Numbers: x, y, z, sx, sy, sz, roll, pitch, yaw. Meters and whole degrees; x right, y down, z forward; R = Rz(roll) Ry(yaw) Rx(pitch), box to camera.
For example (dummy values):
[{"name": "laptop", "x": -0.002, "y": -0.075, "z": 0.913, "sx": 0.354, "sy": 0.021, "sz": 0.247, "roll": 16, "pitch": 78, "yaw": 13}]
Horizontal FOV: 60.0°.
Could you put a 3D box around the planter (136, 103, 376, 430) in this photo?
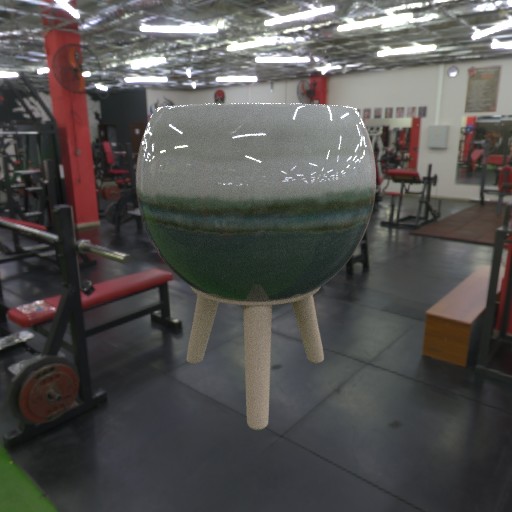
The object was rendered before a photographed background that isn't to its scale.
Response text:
[{"name": "planter", "x": 0.000, "y": 0.000, "z": 0.442, "sx": 0.222, "sy": 0.278, "sz": 0.222, "roll": 0, "pitch": 15, "yaw": 0}]
